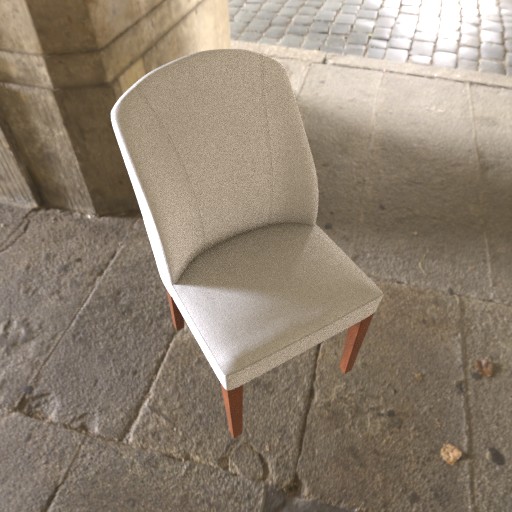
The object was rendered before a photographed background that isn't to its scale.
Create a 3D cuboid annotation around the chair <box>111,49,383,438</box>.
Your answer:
[{"bbox_3d":[0.000,0.000,1.195,0.472,0.893,0.540,-23,52,-20],"label":"chair"}]
